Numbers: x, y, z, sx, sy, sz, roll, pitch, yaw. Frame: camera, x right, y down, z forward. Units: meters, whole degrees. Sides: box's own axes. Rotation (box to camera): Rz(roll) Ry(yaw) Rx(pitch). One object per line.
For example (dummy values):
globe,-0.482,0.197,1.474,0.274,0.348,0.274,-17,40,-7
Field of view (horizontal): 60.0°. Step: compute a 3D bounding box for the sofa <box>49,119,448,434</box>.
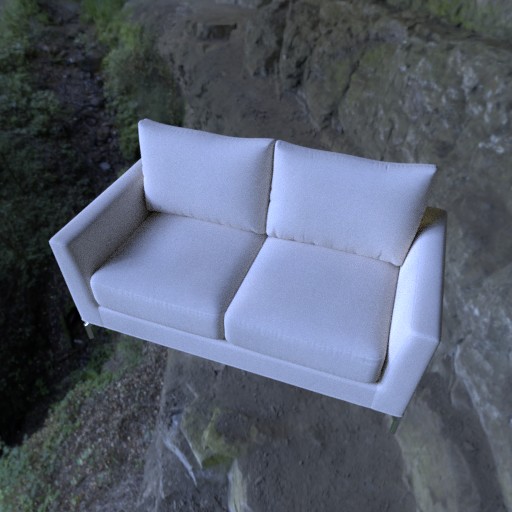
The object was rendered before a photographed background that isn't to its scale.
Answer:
sofa,0.000,0.000,2.262,1.739,0.995,0.906,13,42,15
